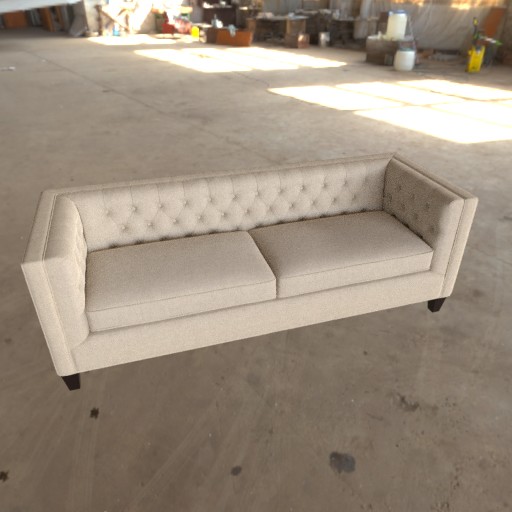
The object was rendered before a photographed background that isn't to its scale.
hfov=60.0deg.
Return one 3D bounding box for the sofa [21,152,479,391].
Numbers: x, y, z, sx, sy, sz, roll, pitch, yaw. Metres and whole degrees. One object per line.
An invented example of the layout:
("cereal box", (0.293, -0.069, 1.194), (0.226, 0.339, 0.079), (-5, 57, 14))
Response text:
("sofa", (0.000, 0.000, 2.501), (2.159, 0.762, 0.775), (-9, 33, -14))
